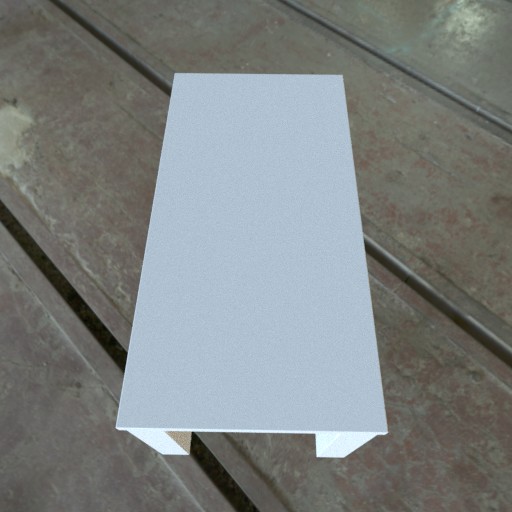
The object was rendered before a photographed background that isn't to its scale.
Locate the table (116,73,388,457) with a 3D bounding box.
[{"bbox_3d":[0.000,0.000,2.258,0.900,0.790,1.800,1,60,0],"label":"table"}]
